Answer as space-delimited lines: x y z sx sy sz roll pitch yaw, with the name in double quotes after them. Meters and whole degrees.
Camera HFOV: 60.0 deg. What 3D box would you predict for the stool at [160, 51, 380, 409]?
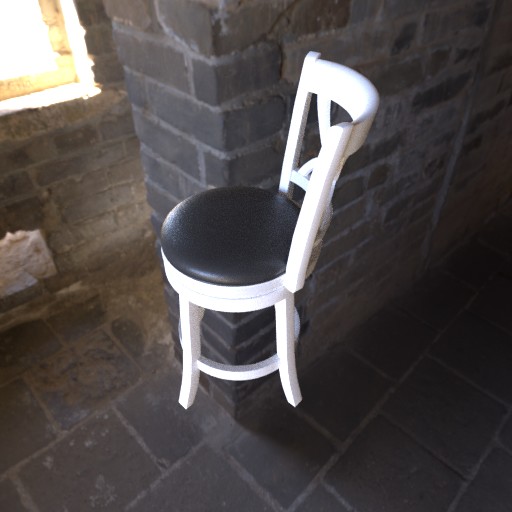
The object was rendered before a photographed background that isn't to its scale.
0.000 0.000 1.238 0.508 0.953 0.444 -1 41 -1 "stool"
